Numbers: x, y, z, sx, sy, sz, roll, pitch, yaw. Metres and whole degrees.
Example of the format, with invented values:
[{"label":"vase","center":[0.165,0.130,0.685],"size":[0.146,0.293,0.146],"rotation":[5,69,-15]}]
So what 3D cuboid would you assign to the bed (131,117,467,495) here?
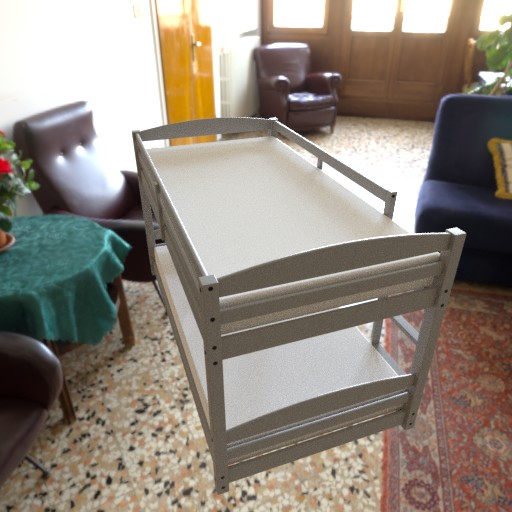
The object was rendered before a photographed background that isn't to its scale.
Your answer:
[{"label":"bed","center":[0.000,0.000,2.697],"size":[1.105,1.206,2.013],"rotation":[-11,32,-17]}]
